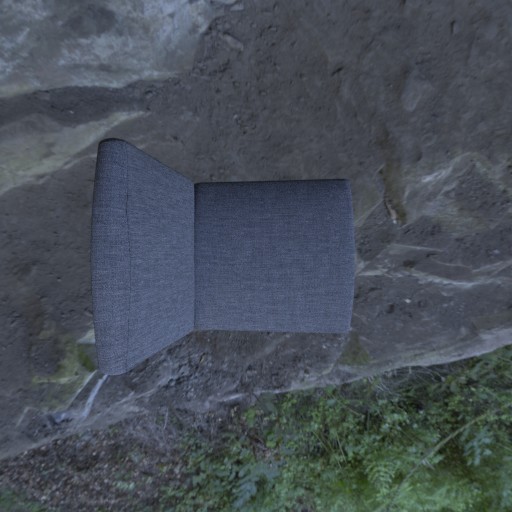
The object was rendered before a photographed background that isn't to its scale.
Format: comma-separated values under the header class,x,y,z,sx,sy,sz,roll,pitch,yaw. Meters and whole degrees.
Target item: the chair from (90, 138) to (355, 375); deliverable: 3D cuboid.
class,x,y,z,sx,sy,sz,roll,pitch,yaw
chair,0.000,0.000,1.237,0.580,0.917,0.451,0,90,1
